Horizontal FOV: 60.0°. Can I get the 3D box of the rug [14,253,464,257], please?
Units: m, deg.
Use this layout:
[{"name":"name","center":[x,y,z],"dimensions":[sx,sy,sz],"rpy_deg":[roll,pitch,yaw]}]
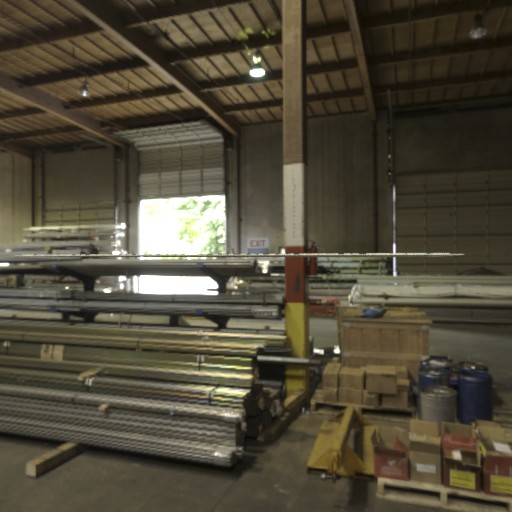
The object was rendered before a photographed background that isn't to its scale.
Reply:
[{"name":"rug","center":[0.000,0.000,1.981],"dimensions":[1.556,0.006,1.146],"rpy_deg":[0,0,18]}]
